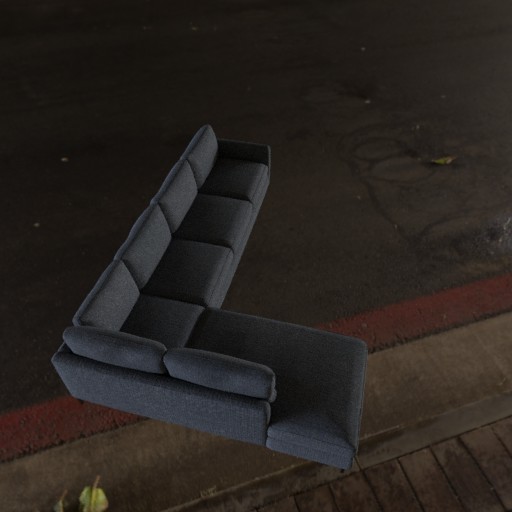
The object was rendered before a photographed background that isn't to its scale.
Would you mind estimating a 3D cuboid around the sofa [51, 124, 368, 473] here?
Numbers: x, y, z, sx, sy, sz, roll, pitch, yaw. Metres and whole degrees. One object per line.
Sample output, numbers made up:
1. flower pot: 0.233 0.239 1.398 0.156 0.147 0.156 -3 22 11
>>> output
1. sofa: 0.000 0.000 3.797 2.007 0.815 2.949 10 46 10
